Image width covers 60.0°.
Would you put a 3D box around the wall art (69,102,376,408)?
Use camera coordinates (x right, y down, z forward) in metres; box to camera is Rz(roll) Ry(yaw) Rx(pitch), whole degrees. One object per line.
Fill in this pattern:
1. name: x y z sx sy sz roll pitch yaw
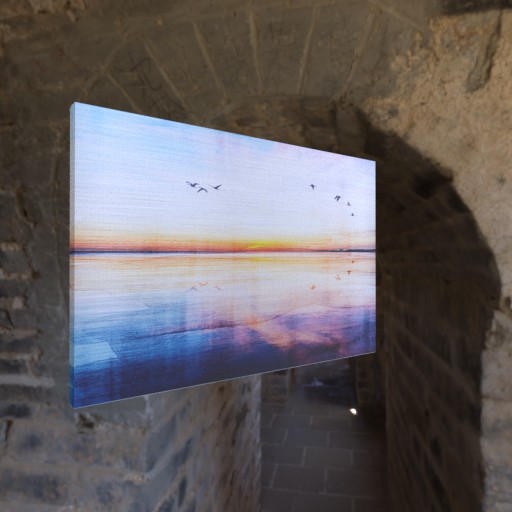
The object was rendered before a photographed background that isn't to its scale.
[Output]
1. wall art: 0.000 0.000 1.154 0.911 0.605 0.037 0 -1 -36
